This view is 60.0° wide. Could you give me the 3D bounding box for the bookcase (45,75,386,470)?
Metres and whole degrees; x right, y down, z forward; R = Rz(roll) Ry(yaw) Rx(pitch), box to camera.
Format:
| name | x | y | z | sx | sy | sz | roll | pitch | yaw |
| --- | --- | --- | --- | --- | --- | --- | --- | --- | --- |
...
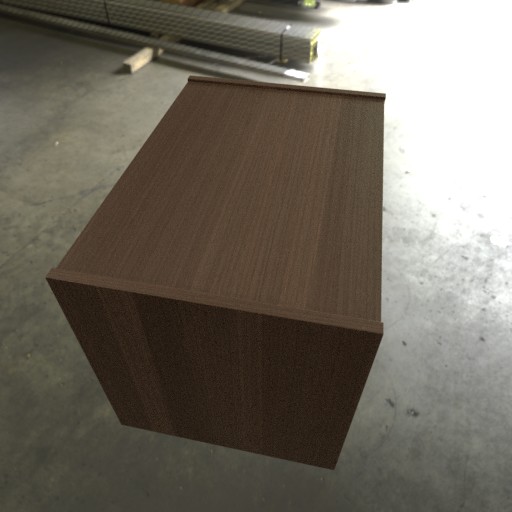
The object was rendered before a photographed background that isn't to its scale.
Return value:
| name | x | y | z | sx | sy | sz | roll | pitch | yaw |
| --- | --- | --- | --- | --- | --- | --- | --- | --- | --- |
| bookcase | 0.000 | 0.000 | 0.617 | 0.290 | 0.305 | 0.415 | 9 | 47 | 8 |
